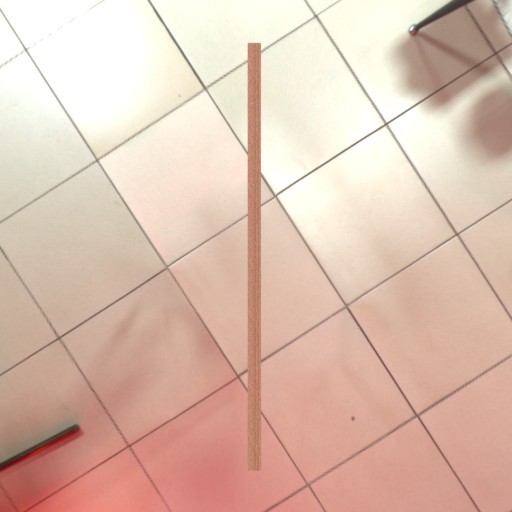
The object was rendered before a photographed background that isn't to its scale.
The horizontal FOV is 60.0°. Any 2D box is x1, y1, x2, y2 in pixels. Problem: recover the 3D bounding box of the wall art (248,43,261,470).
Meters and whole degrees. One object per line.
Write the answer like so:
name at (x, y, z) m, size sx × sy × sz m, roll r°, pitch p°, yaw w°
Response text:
wall art at (0.000, 0.000, 0.674) m, size 0.013 × 0.508 × 0.406 m, roll 0°, pitch 90°, yaw 0°
